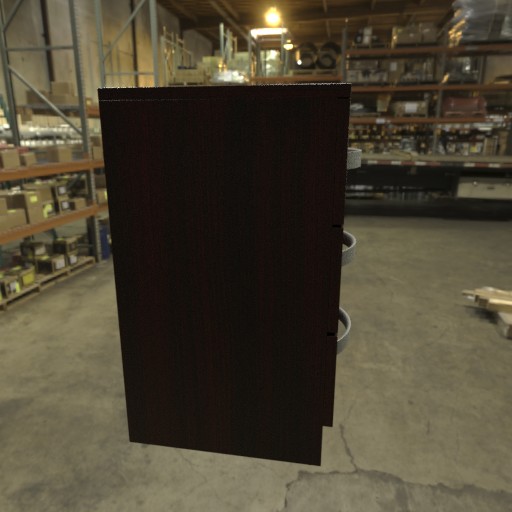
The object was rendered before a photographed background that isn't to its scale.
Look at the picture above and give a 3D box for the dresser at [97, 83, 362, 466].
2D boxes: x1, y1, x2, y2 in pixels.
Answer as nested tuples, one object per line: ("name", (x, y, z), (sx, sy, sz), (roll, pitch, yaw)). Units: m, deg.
("dresser", (0.000, 0.000, 0.827), (0.360, 0.560, 0.400), (3, 16, 10))
